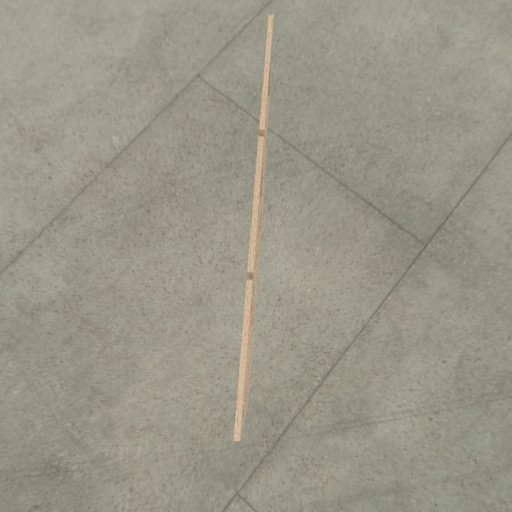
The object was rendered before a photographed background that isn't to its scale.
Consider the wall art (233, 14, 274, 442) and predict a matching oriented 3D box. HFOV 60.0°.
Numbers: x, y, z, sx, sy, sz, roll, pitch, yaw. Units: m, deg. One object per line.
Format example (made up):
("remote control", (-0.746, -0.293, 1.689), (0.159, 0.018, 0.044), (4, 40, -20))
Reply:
("wall art", (0.000, 0.000, 1.346), (0.012, 0.910, 0.917), (4, 76, 1))
